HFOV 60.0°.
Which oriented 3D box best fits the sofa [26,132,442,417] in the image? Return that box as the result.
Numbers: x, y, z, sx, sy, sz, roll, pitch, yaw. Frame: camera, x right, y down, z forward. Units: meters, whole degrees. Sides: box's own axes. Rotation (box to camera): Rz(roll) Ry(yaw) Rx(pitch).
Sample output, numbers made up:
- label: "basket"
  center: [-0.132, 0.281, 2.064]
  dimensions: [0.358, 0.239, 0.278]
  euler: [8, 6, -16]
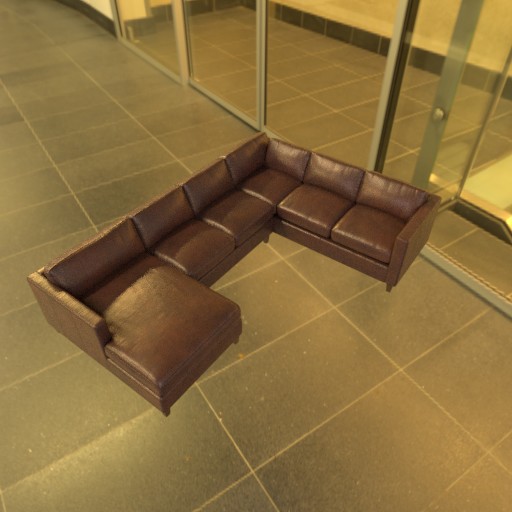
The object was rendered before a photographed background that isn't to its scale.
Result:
- label: "sofa"
  center: [0.000, 0.000, 4.424]
  dimensions: [2.452, 0.891, 3.324]
  euler: [26, 48, 26]
